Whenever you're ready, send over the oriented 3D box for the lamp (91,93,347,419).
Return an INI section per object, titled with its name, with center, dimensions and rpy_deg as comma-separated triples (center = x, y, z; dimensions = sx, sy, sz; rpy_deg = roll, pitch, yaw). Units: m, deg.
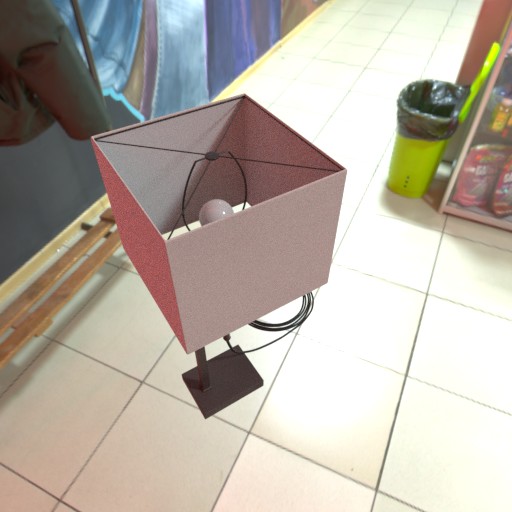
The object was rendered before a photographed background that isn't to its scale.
[lamp]
center = 0.000, 0.000, 0.964
dimensions = 0.504, 0.660, 0.399
rpy_deg = -24, 50, -22
